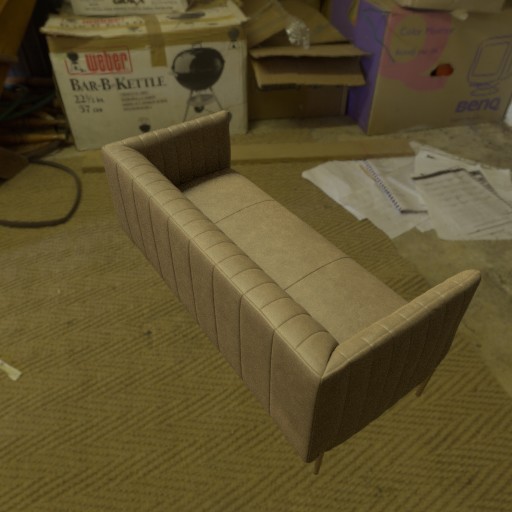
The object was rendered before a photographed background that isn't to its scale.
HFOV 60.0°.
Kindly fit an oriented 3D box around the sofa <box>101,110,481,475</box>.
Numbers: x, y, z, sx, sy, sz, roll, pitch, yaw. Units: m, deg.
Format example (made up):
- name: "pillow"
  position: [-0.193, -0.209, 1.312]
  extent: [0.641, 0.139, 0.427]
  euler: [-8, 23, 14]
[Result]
- name: "sofa"
  position: [0.000, 0.000, 2.395]
  extent: [0.876, 0.779, 1.980]
  euler: [-25, 47, -26]
